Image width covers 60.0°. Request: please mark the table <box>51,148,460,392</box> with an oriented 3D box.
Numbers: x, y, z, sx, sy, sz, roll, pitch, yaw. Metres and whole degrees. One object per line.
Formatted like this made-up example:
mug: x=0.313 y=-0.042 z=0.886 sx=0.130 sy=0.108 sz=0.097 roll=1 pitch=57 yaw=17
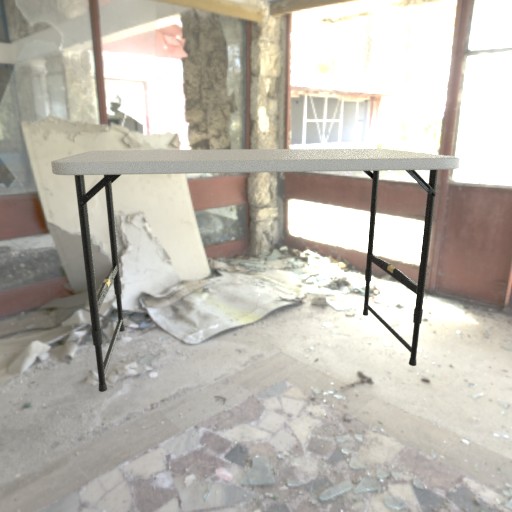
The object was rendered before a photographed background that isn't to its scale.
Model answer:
table: x=0.000 y=0.000 z=1.635 sx=1.219 sy=0.737 sz=0.610 roll=-2 pitch=17 yaw=-8
